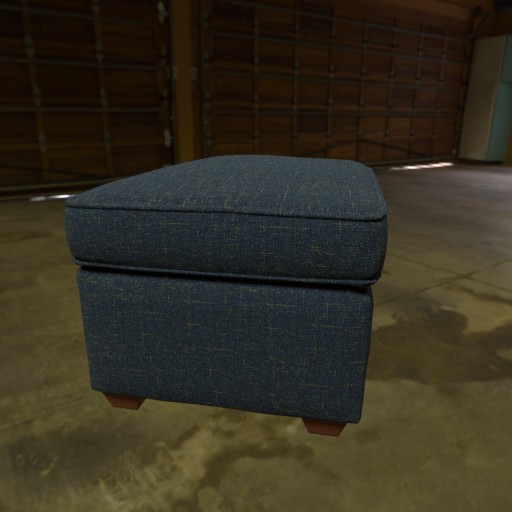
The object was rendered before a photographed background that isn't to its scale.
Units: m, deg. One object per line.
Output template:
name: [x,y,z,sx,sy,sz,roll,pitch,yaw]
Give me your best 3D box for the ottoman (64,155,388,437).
ottoman: [0.000,0.000,1.072,0.549,0.450,0.749,3,17,11]
